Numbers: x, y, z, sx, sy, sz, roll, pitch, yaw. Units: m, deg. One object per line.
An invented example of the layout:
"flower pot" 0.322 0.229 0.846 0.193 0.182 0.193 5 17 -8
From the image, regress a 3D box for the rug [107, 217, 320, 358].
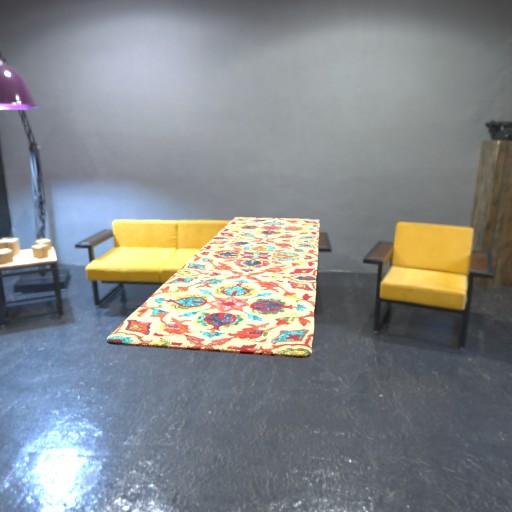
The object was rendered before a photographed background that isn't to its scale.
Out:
"rug" 0.000 0.000 2.505 0.693 0.016 2.273 2 16 8
